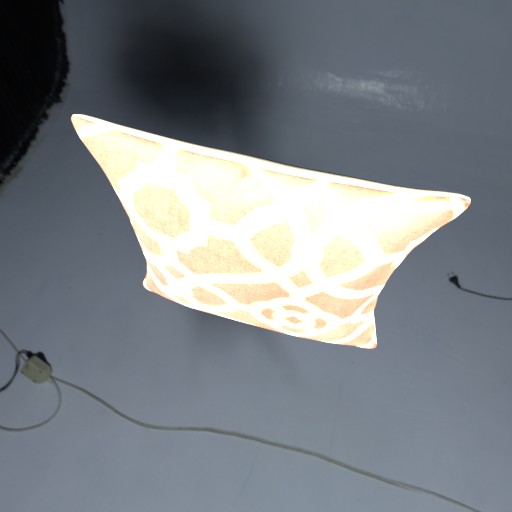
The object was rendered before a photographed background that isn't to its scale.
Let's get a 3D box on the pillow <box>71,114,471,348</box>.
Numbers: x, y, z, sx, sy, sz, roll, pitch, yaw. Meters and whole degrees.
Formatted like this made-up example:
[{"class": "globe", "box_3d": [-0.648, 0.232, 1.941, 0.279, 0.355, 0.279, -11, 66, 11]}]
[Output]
[{"class": "pillow", "box_3d": [0.000, 0.000, 0.801, 0.552, 0.508, 0.166, 14, 60, 8]}]
